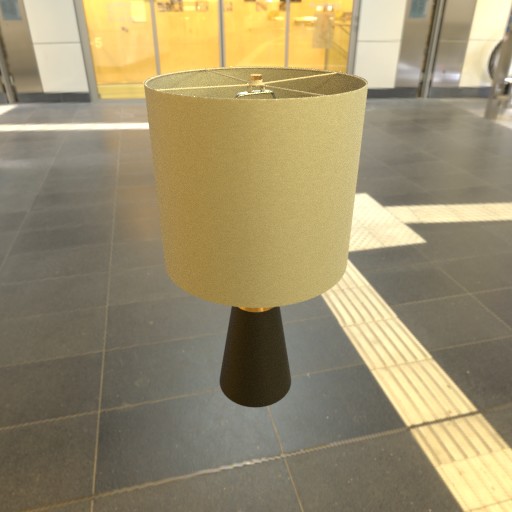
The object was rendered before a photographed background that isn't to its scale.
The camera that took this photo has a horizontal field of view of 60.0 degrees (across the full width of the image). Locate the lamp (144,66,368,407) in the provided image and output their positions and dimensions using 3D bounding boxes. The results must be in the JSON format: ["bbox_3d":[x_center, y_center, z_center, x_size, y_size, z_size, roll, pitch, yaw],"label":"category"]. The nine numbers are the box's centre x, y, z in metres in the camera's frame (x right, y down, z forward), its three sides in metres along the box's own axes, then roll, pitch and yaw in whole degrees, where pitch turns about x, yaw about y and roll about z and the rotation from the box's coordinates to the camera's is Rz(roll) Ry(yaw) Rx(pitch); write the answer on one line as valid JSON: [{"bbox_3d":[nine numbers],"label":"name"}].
[{"bbox_3d":[0.000,0.000,0.761,0.308,0.580,0.308,-18,34,-29],"label":"lamp"}]
